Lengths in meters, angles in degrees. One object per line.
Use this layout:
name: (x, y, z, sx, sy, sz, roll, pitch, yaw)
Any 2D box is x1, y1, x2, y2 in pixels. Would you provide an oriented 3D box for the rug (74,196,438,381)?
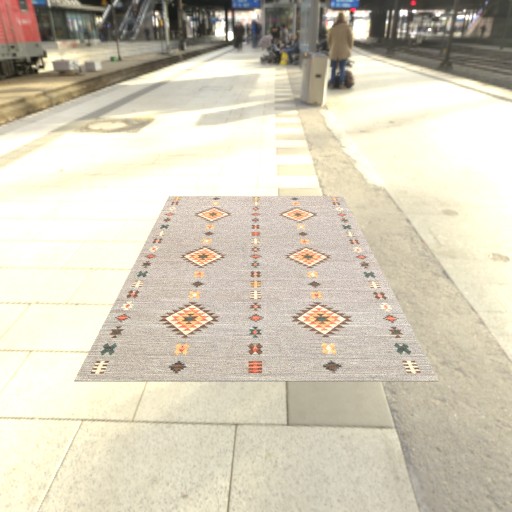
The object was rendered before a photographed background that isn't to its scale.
rug: (0.000, 0.000, 2.284, 1.217, 0.005, 1.818, 0, 27, 0)
